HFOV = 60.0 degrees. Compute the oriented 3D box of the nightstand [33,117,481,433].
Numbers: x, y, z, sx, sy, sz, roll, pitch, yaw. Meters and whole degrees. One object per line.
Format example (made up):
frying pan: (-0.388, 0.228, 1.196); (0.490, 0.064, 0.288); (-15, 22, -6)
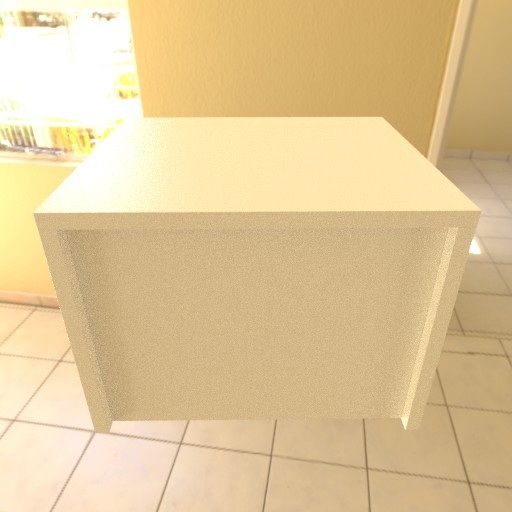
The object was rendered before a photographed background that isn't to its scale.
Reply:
nightstand: (0.000, 0.000, 0.729); (0.470, 0.351, 0.408); (0, 31, -1)
